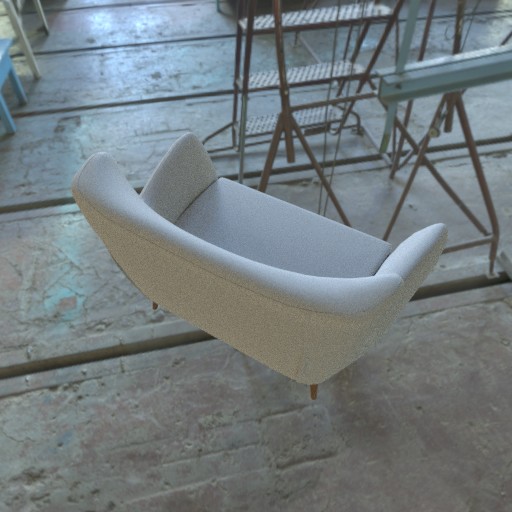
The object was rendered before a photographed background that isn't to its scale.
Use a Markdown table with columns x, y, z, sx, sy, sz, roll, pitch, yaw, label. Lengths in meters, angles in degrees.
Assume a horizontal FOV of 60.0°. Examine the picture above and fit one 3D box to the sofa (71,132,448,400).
| x | y | z | sx | sy | sz | roll | pitch | yaw | label |
| --- | --- | --- | --- | --- | --- | --- | --- | --- | --- |
| 0.000 | 0.000 | 2.010 | 1.424 | 0.878 | 0.921 | 25 | 52 | 21 | sofa |
